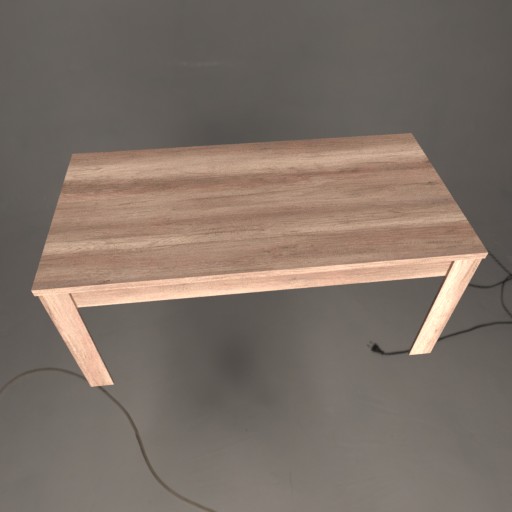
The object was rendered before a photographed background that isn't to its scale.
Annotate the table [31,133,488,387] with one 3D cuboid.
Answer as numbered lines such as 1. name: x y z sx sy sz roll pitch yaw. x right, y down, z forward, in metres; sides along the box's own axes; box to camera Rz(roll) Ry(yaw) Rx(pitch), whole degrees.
1. table: 0.000 0.000 2.327 1.800 0.790 0.900 -5 47 -4
